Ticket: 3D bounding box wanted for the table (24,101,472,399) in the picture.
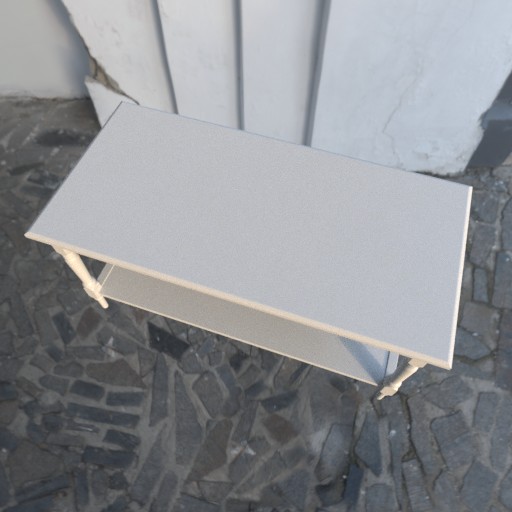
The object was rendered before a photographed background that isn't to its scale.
[{"bbox_3d":[0.000,0.000,1.426,1.109,0.506,0.551,16,61,9],"label":"table"}]
